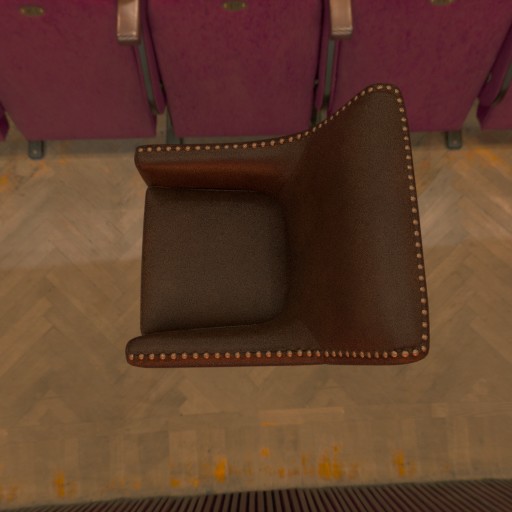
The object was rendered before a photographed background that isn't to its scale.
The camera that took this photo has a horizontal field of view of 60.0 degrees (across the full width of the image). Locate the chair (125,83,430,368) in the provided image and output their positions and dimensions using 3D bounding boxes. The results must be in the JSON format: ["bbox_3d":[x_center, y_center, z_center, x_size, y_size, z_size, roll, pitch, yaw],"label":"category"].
[{"bbox_3d":[0.000,0.000,1.322,0.704,0.813,0.639,-1,77,0],"label":"chair"}]
